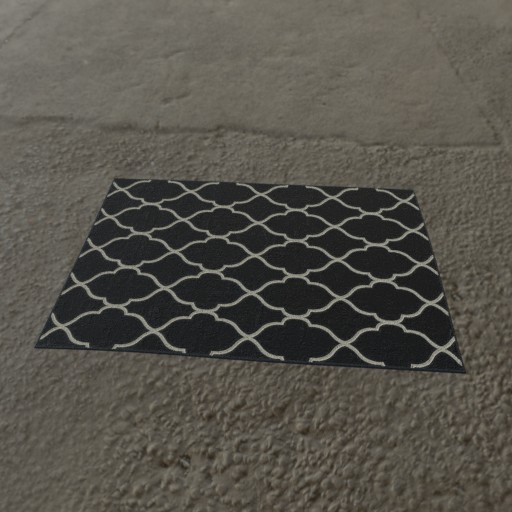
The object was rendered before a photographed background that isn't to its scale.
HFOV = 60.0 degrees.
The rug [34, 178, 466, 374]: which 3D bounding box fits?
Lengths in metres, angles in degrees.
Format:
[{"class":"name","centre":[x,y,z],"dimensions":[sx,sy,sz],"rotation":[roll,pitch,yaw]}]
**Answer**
[{"class":"rug","centre":[0.000,0.000,2.847],"dimensions":[2.290,0.014,1.526],"rotation":[3,46,3]}]
